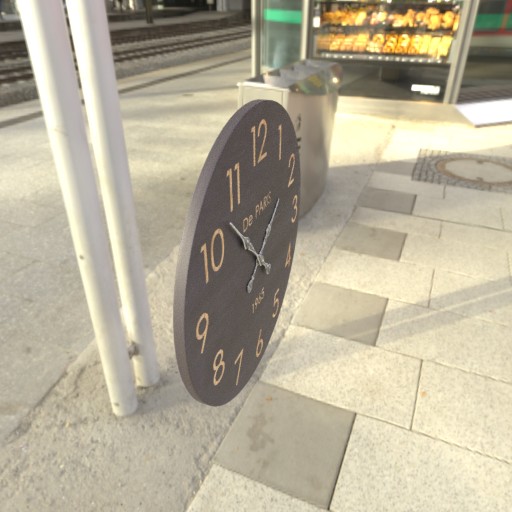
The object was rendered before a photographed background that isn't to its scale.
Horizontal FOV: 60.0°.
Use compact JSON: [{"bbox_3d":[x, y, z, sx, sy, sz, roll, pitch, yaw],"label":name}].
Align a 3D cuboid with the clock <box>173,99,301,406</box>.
[{"bbox_3d":[0.000,0.000,0.894,0.029,0.595,0.595,11,32,18],"label":"clock"}]
